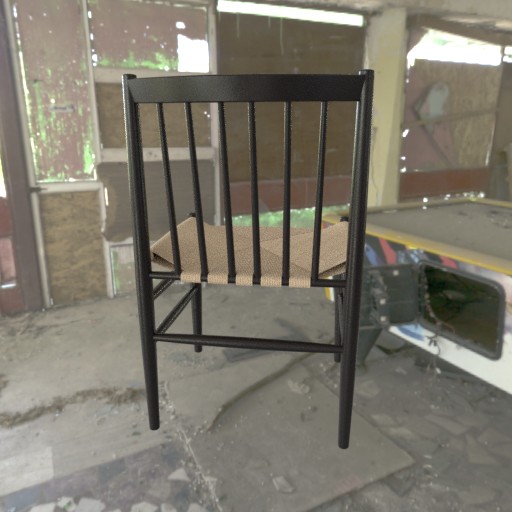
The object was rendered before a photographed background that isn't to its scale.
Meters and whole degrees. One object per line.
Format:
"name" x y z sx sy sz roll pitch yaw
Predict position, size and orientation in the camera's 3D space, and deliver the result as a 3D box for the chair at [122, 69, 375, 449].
"chair" 0.000 0.000 1.108 0.495 0.818 0.516 2 16 8
